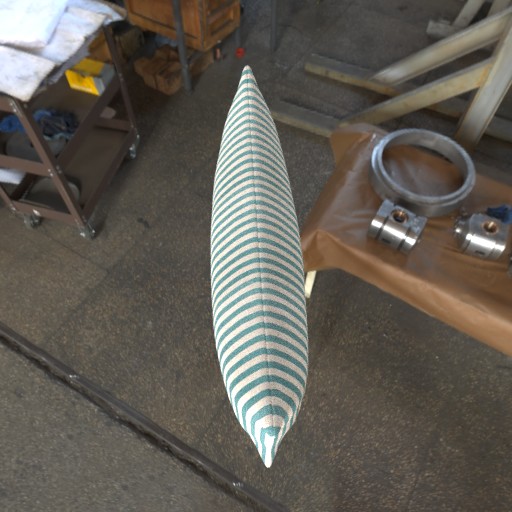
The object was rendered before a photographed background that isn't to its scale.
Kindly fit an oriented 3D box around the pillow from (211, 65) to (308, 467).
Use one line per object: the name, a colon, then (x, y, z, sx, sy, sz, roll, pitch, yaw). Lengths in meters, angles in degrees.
pillow: (0.000, 0.000, 0.739, 0.151, 0.295, 0.617, -3, 58, -2)
